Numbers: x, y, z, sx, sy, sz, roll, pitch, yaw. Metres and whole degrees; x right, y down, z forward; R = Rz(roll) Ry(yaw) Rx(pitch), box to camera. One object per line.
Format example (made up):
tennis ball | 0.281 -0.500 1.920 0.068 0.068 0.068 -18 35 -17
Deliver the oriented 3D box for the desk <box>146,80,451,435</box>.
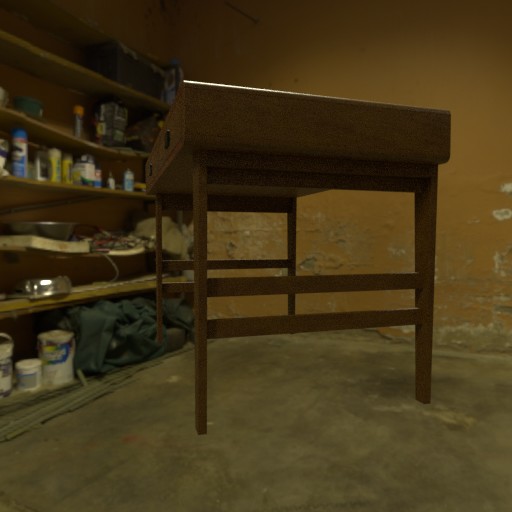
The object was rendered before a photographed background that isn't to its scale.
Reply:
desk | 0.000 0.000 1.506 0.660 0.754 1.066 -1 2 -18
